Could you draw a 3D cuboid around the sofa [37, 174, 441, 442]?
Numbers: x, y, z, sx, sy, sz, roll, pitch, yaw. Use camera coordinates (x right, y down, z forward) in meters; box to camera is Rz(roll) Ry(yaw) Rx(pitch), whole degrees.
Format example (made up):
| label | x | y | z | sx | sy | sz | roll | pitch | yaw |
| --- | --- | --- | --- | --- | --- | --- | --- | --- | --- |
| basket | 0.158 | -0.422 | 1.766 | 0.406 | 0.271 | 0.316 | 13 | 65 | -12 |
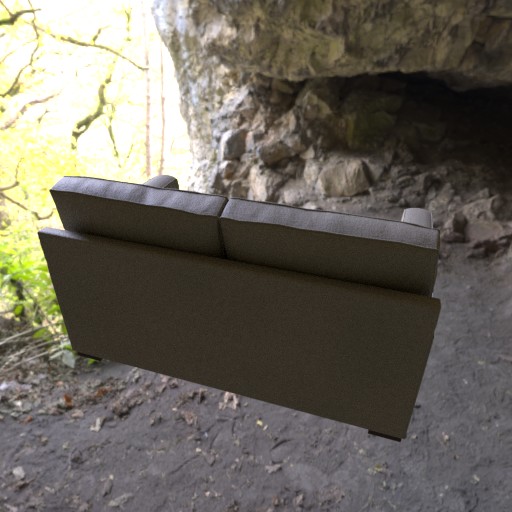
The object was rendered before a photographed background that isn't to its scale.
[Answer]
| label | x | y | z | sx | sy | sz | roll | pitch | yaw |
| --- | --- | --- | --- | --- | --- | --- | --- | --- | --- |
| sofa | 0.000 | 0.000 | 2.013 | 1.484 | 0.853 | 0.940 | 10 | 34 | 15 |
